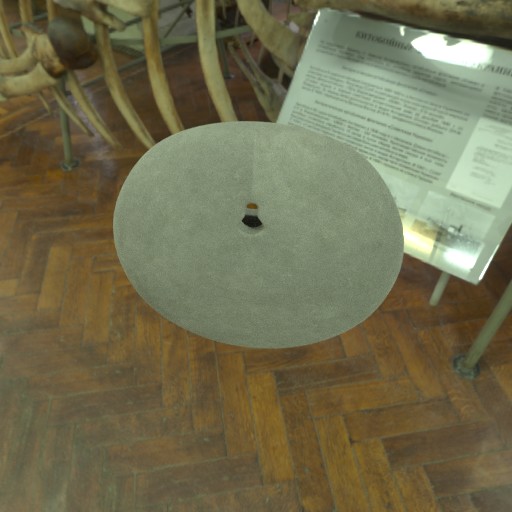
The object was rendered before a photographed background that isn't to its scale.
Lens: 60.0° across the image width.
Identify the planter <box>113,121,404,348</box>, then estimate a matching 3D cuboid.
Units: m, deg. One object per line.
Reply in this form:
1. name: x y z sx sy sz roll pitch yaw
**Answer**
1. planter: 0.000 0.000 0.290 0.185 0.188 0.071 4 46 4
